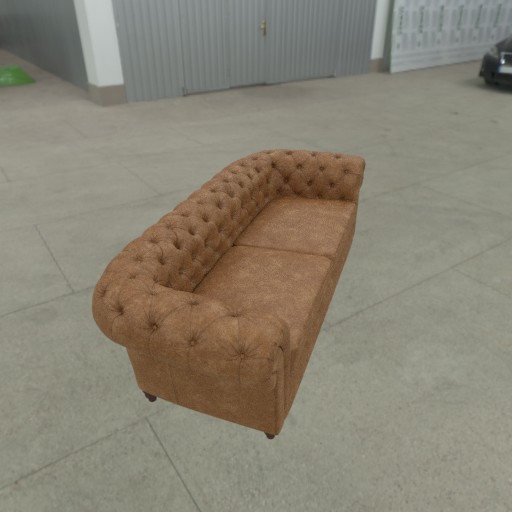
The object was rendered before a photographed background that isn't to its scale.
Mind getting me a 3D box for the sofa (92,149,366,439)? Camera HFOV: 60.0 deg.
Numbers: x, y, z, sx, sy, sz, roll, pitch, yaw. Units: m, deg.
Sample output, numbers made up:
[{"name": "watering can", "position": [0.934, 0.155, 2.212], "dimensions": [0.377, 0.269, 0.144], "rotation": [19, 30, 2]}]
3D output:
[{"name": "sofa", "position": [0.000, 0.000, 2.769], "dimensions": [0.989, 0.760, 2.365], "rotation": [11, 32, 17]}]
